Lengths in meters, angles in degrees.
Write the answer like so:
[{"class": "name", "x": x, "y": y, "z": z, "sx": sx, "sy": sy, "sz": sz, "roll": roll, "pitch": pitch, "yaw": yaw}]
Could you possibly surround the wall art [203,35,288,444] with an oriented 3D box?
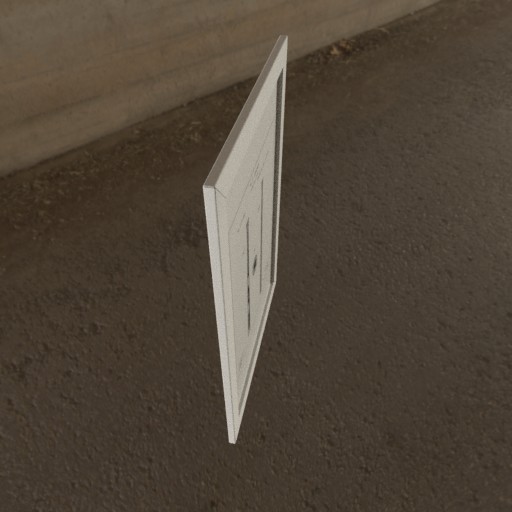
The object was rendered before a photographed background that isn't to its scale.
[{"class": "wall art", "x": 0.000, "y": 0.000, "z": 0.691, "sx": 0.012, "sy": 0.529, "sz": 0.374, "roll": 9, "pitch": 45, "yaw": 9}]
